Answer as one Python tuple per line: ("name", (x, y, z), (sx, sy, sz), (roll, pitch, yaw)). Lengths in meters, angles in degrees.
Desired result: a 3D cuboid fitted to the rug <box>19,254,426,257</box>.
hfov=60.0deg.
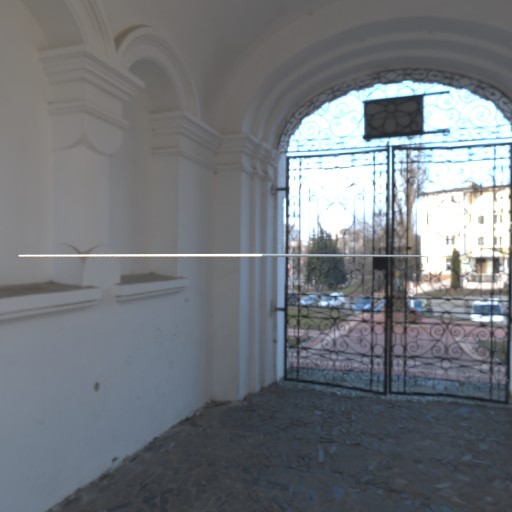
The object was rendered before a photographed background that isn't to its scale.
("rug", (0.000, 0.000, 2.749), (1.533, 0.010, 2.142), (0, 0, 35))
